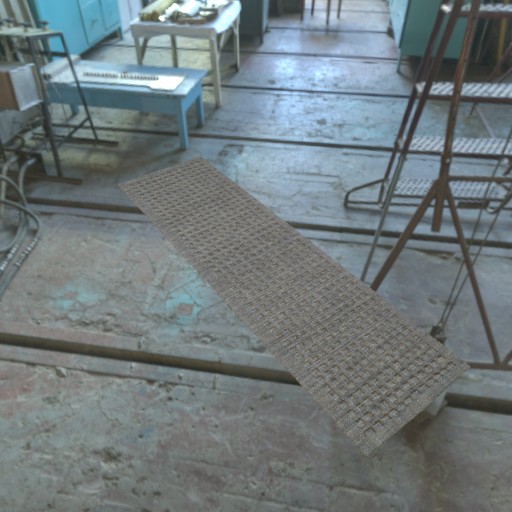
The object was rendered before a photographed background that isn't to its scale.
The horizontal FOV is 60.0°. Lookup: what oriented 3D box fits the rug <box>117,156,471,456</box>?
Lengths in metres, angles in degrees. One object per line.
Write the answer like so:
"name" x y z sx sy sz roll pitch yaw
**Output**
"rug" 0.000 0.000 2.638 0.706 0.009 2.443 -26 48 -26
